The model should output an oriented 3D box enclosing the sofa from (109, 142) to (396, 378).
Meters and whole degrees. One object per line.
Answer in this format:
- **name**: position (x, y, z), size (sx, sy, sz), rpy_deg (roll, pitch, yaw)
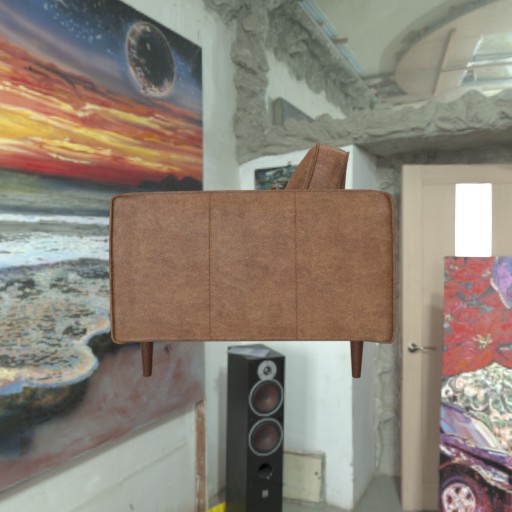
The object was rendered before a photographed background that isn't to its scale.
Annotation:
- **sofa**: position (0.000, 0.000, 2.339), size (0.924, 0.825, 1.920), rpy_deg (0, 1, 1)
